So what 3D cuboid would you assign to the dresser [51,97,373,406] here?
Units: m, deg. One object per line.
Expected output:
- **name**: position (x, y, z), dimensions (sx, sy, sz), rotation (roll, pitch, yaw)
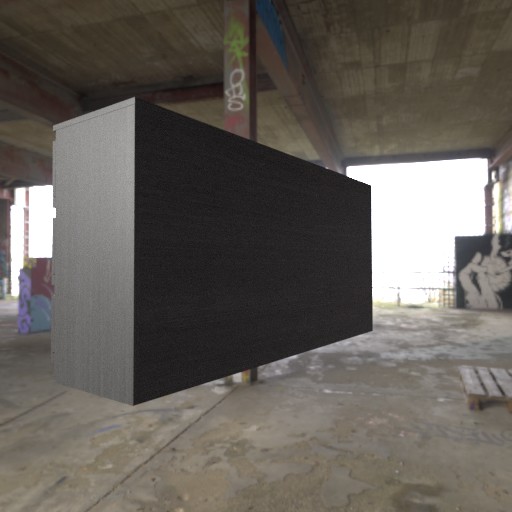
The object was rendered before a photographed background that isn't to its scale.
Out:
- **dresser**: position (0.000, 0.000, 1.896), dimensions (0.400, 0.795, 1.590), rotation (-1, -1, 37)
